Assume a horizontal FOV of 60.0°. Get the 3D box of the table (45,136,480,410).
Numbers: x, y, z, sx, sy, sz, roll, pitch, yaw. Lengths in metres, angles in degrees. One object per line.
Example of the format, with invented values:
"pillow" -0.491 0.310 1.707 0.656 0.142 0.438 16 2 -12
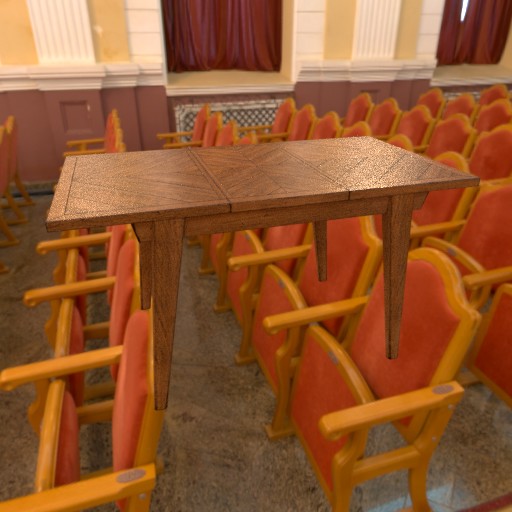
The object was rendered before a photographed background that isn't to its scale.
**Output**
"table" 0.000 0.000 1.848 1.400 0.760 0.757 -8 27 -15
